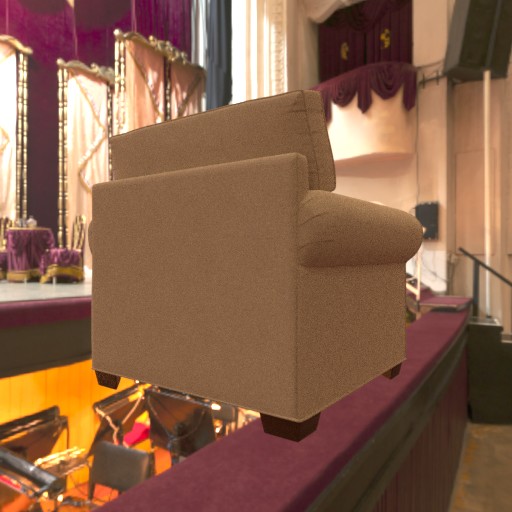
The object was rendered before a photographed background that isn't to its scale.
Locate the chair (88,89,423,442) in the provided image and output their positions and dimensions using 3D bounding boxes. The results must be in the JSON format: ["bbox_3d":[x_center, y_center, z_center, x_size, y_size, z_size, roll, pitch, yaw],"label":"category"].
[{"bbox_3d":[0.000,0.000,1.714,1.040,0.955,0.863,0,0,36],"label":"chair"}]
